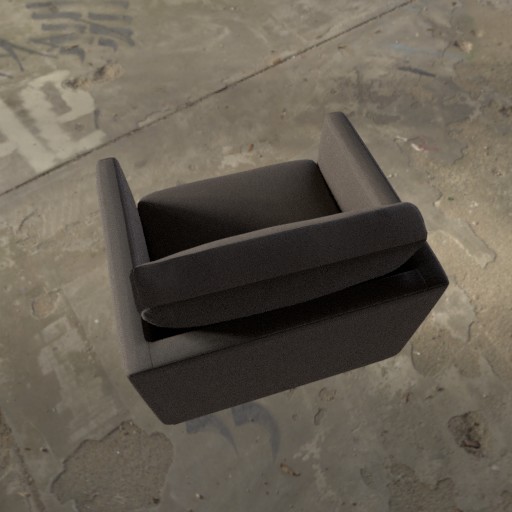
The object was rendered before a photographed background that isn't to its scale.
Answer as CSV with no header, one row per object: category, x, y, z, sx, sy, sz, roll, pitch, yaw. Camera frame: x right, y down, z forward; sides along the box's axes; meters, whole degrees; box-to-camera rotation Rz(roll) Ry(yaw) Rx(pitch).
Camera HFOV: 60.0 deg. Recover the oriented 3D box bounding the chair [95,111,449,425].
chair,0.000,0.000,1.840,1.107,0.963,0.959,-14,58,-9
